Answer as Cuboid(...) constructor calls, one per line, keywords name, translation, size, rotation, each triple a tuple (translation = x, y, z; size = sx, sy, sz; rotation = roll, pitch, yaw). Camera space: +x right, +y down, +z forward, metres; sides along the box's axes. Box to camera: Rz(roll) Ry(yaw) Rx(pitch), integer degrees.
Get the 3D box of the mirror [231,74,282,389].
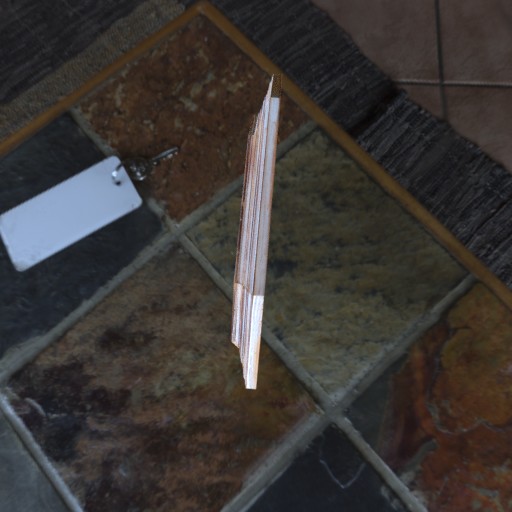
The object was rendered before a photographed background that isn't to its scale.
Cuboid(name="mirror", translation=(0.000, 0.000, 1.303), size=(0.061, 1.015, 0.709), rotation=(5, 76, 1))
